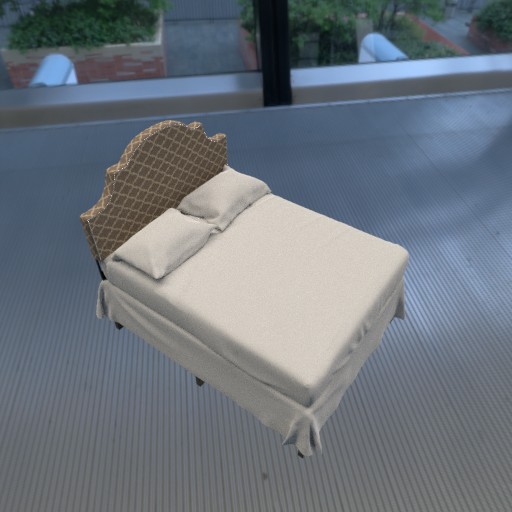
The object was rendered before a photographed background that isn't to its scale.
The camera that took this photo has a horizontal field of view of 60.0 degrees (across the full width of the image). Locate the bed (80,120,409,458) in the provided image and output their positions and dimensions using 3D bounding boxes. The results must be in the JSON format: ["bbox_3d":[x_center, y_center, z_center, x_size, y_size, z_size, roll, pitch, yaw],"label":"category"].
[{"bbox_3d":[0.000,0.000,3.491,2.222,1.633,1.780,26,49,26],"label":"bed"}]
